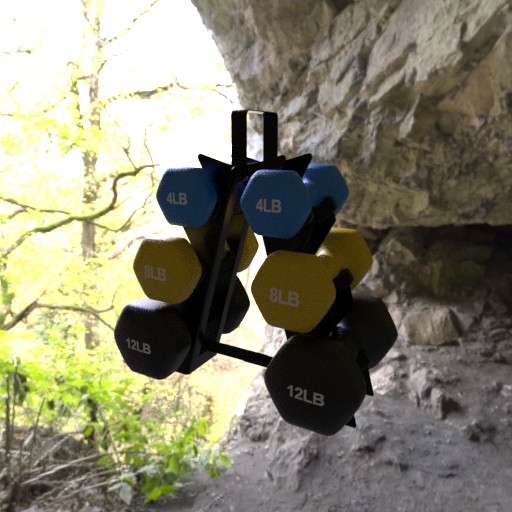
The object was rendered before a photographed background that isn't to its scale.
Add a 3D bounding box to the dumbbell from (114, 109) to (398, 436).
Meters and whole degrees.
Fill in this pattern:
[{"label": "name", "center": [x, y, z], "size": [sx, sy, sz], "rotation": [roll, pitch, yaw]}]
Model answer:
[{"label": "dumbbell", "center": [0.000, 0.000, 0.685], "size": [0.409, 0.426, 0.255], "rotation": [8, 17, 28]}]
